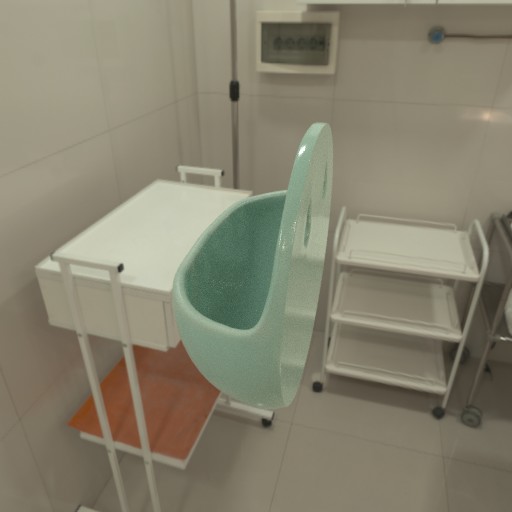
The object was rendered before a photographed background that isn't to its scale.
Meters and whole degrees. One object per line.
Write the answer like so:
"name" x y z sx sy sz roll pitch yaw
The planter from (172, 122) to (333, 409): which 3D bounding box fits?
"planter" 0.000 0.000 0.279 0.073 0.164 0.189 8 30 13
